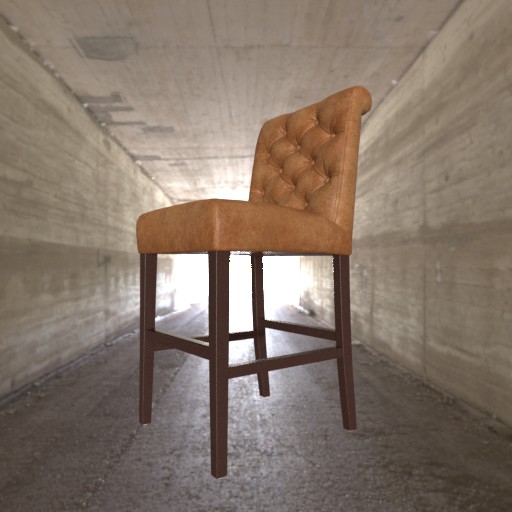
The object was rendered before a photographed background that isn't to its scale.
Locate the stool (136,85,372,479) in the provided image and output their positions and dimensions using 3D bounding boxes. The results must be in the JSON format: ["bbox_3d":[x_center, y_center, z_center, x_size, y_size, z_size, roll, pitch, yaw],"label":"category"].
[{"bbox_3d":[0.000,0.000,1.381,0.601,1.047,0.493,1,-1,-37],"label":"stool"}]
